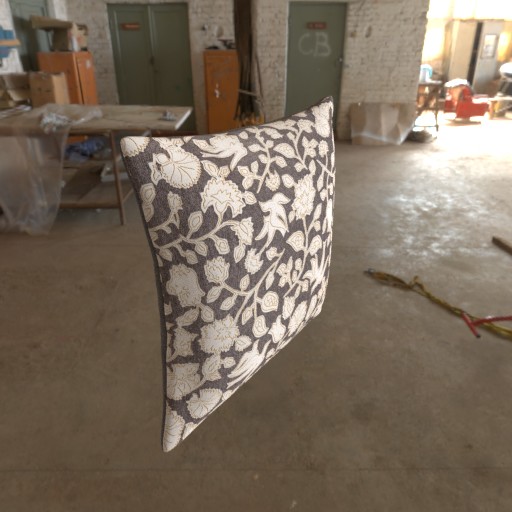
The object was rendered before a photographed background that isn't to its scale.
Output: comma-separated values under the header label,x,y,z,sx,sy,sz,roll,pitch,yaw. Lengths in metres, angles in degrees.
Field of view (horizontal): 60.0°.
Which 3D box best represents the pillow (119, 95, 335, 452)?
label,x,y,z,sx,sy,sz,roll,pitch,yaw
pillow,0.000,0.000,0.806,0.166,0.507,0.526,18,31,32
